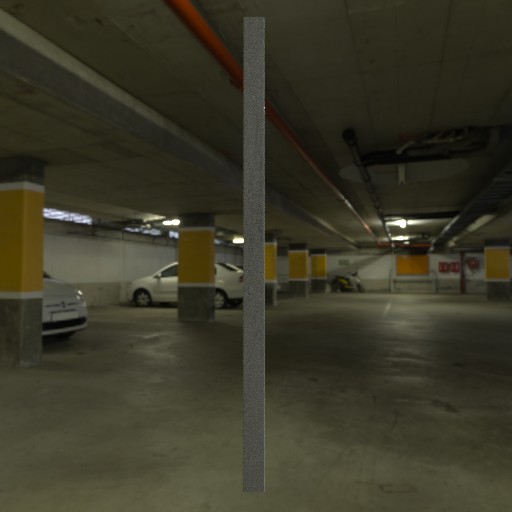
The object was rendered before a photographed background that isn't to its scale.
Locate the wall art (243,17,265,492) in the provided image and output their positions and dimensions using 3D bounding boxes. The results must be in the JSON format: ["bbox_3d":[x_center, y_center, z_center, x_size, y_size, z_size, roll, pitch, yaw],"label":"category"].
[{"bbox_3d":[0.000,0.000,1.163,0.043,0.914,0.624,0,-2,1],"label":"wall art"}]
